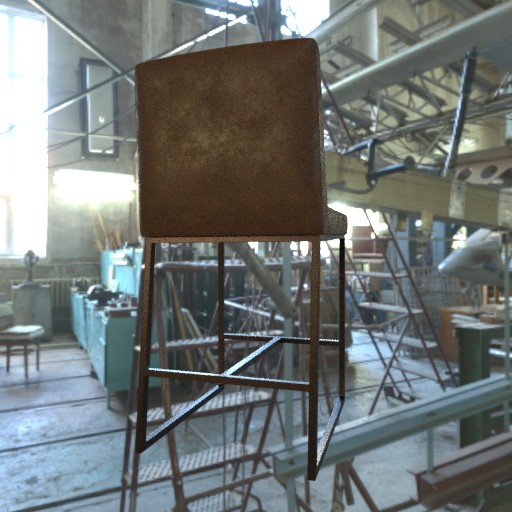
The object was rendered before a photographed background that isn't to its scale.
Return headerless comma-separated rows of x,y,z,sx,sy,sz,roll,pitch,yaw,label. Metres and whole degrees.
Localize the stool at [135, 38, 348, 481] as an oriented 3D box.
0.000,0.000,1.250,0.463,0.942,0.562,0,0,18,stool
